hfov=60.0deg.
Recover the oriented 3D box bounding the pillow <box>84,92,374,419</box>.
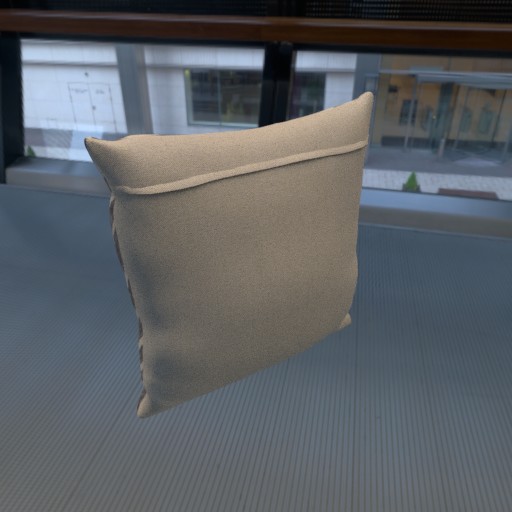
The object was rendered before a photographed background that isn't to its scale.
[{"bbox_3d":[0.000,0.000,0.678,0.440,0.441,0.182,-18,35,-29],"label":"pillow"}]
